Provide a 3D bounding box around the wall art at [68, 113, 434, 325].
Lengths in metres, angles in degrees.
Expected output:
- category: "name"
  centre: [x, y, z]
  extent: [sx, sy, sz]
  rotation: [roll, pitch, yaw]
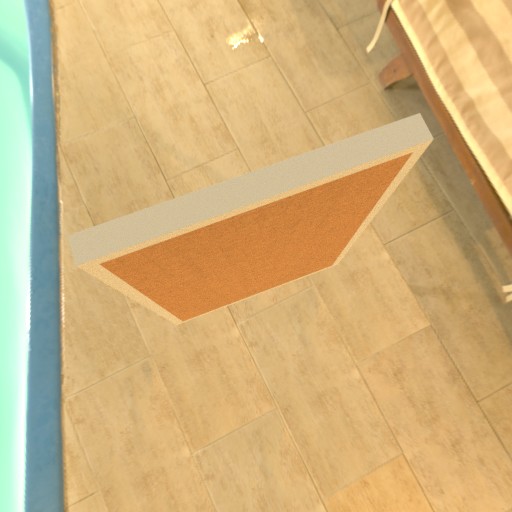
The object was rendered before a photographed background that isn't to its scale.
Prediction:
- category: "wall art"
  centre: [0.000, 0.000, 0.549]
  extent: [0.293, 0.428, 0.025]
  rotation: [-20, 76, -5]
